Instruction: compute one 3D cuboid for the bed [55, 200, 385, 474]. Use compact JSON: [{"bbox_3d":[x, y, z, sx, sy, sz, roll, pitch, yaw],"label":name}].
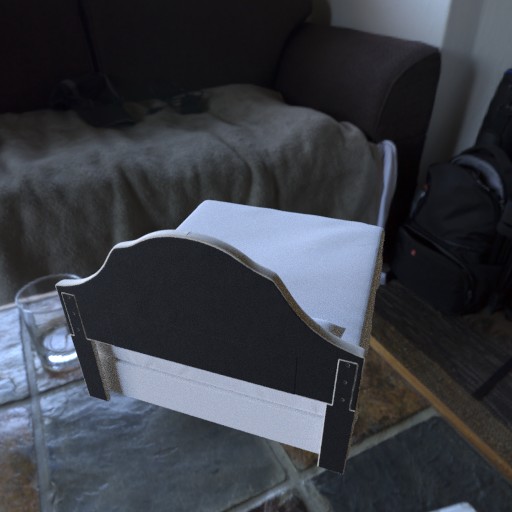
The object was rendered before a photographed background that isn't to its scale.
[{"bbox_3d":[0.000,0.000,3.572,2.008,1.615,2.214,11,35,16],"label":"bed"}]
